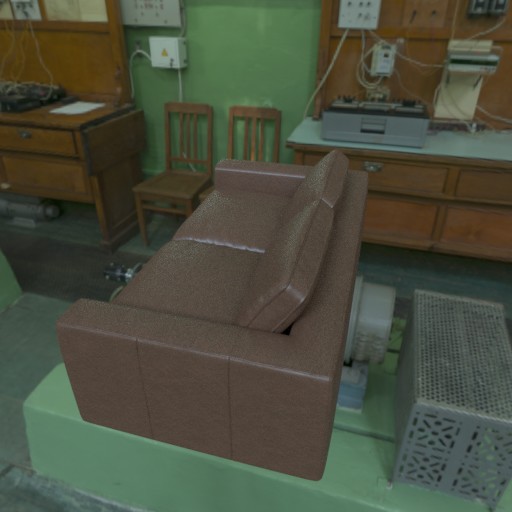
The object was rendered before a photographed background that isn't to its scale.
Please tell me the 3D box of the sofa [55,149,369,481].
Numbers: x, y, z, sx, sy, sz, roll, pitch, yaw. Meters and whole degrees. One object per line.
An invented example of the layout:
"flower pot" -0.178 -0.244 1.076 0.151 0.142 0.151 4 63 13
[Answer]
"sofa" 0.000 0.000 2.382 1.070 0.800 1.920 8 32 13
